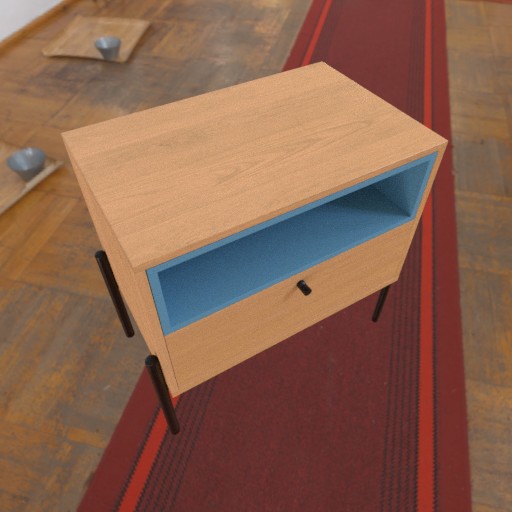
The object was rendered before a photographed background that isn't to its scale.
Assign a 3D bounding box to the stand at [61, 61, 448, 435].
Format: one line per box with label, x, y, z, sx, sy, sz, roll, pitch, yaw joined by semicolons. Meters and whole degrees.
stand;0.000;0.000;1.002;0.630;0.600;0.400;-24;52;-20
